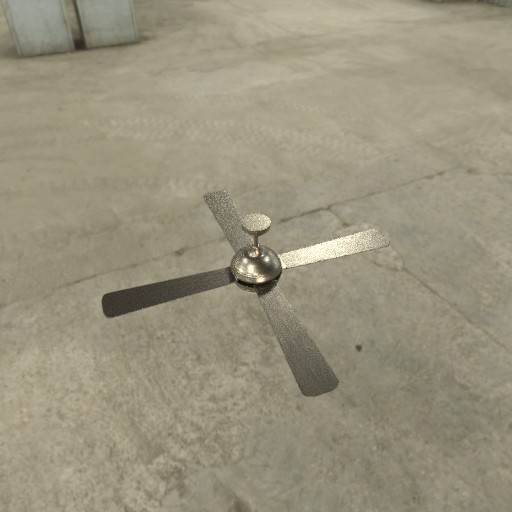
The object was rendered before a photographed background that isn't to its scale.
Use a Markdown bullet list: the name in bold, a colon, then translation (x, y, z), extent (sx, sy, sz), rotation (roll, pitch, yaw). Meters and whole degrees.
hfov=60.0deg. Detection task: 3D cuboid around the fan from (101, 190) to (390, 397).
- **fan**: translation (0.000, 0.000, 1.999), extent (1.321, 0.381, 1.321), rotation (0, 41, 0)
